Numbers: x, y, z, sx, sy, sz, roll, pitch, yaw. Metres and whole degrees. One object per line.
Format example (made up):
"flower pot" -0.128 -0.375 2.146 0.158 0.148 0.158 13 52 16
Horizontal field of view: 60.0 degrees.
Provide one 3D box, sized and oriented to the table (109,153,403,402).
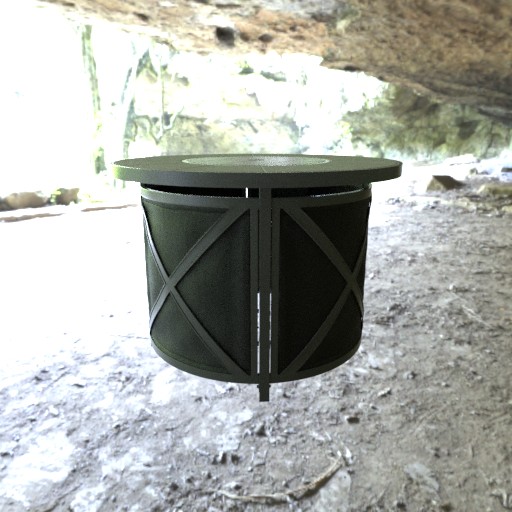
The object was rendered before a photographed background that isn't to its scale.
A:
"table" 0.000 0.000 1.535 0.914 0.650 0.914 0 16 0
